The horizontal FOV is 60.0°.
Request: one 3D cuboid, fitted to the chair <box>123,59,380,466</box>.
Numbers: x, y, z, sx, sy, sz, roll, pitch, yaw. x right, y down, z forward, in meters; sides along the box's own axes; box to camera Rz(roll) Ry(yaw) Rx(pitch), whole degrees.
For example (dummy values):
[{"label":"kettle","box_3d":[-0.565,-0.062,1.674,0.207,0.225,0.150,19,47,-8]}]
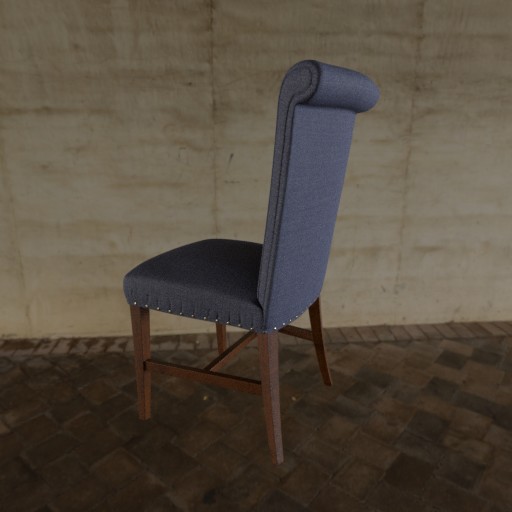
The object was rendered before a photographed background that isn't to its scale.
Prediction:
[{"label":"chair","box_3d":[0.000,0.000,1.319,0.608,0.988,0.513,8,17,26]}]
